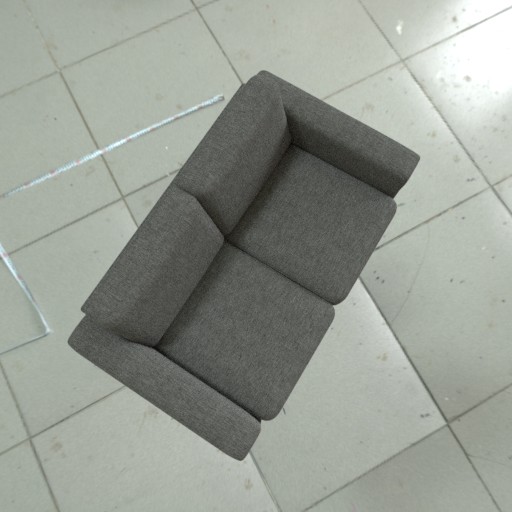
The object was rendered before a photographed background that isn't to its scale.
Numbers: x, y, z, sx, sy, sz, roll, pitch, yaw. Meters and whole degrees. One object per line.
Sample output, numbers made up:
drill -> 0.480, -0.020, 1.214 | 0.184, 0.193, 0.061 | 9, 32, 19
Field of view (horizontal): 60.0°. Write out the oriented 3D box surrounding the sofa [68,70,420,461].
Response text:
sofa -> 0.000, 0.000, 2.032 | 0.900, 0.800, 1.520 | 31, 78, 7
